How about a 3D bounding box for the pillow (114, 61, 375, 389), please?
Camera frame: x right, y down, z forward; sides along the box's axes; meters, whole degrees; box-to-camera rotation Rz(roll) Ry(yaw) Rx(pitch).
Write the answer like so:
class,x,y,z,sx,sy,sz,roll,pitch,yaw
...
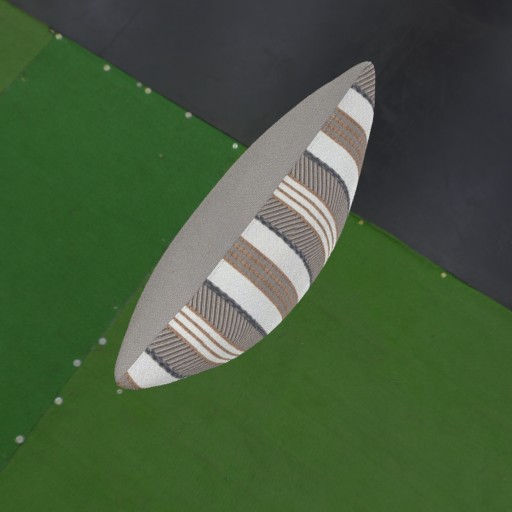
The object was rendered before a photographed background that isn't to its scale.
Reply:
class,x,y,z,sx,sy,sz,roll,pitch,yaw
pillow,0.000,0.000,0.626,0.173,0.401,0.416,36,79,8
